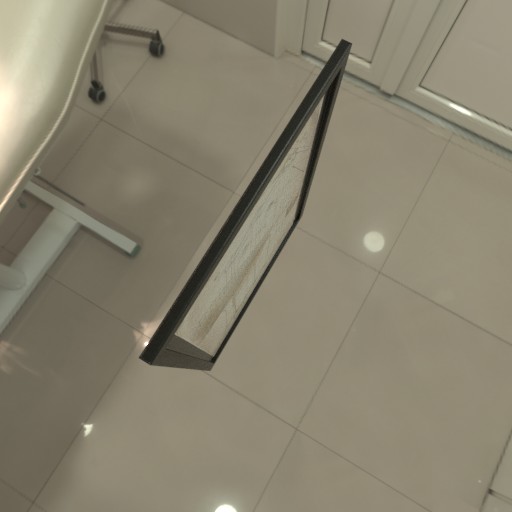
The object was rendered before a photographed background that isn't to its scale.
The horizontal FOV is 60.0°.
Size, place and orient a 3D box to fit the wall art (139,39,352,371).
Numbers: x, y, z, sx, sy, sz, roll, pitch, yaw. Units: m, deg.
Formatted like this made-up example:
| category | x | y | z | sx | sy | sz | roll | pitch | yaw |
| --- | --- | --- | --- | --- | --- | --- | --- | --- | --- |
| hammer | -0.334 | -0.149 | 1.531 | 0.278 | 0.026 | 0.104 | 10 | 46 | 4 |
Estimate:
| category | x | y | z | sx | sy | sz | roll | pitch | yaw |
| --- | --- | --- | --- | --- | --- | --- | --- | --- | --- |
| wall art | 0.000 | 0.000 | 0.852 | 0.016 | 0.657 | 0.480 | 29 | 77 | 8 |
